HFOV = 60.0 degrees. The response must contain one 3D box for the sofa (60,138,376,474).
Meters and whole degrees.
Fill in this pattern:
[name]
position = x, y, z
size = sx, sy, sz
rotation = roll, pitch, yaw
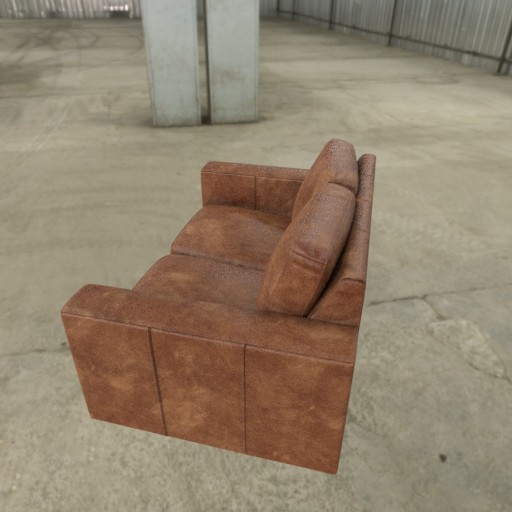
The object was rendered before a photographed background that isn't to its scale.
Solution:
[sofa]
position = 0.000, 0.000, 2.206
size = 1.041, 0.889, 1.626
rotation = 8, 33, 12
